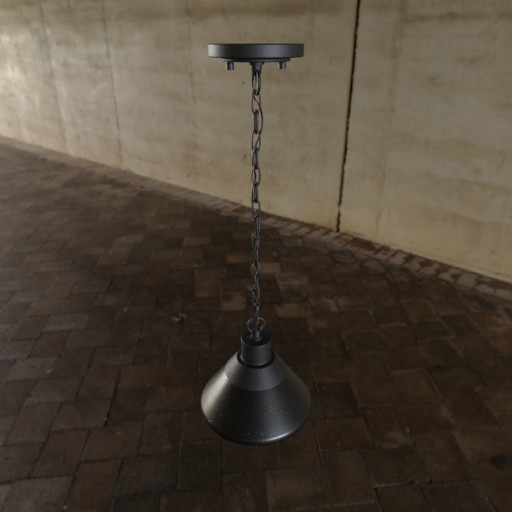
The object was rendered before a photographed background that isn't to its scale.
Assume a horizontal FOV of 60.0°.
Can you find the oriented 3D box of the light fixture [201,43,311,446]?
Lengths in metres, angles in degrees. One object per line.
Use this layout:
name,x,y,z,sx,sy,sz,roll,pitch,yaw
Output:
light fixture,0.000,0.000,0.681,0.201,0.588,0.201,-8,27,-16
